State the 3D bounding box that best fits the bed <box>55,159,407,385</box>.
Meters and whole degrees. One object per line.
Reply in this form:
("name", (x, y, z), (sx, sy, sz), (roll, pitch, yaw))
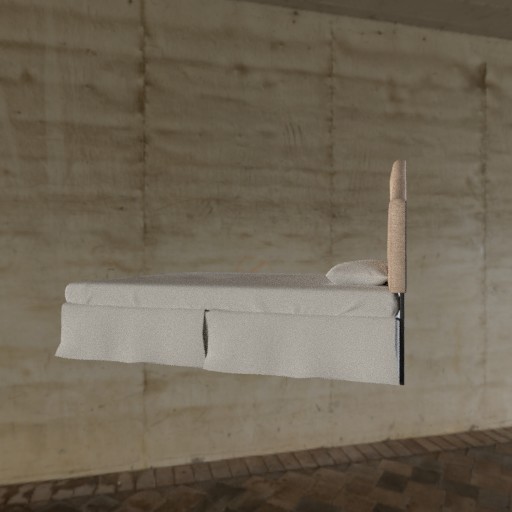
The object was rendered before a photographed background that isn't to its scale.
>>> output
("bed", (0.000, 0.000, 3.070), (1.970, 1.194, 1.667), (0, 0, 18))
